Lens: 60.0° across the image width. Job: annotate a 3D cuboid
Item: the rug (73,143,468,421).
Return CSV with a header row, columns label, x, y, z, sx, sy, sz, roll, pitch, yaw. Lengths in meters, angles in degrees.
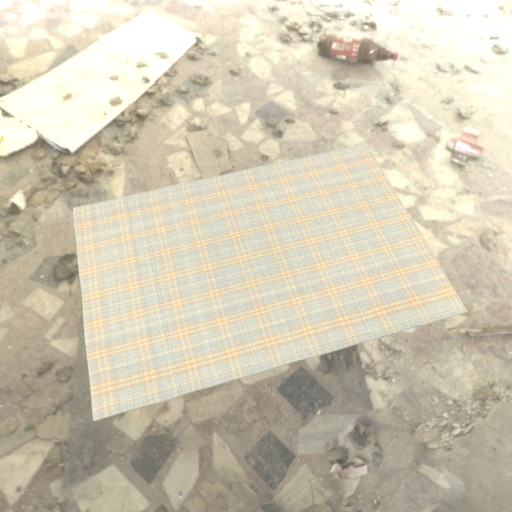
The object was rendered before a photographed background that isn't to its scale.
label,x,y,z,sx,sy,sz,roll,pitch,yaw
rug,0.000,0.000,2.366,1.835,0.012,1.231,-14,59,-9
